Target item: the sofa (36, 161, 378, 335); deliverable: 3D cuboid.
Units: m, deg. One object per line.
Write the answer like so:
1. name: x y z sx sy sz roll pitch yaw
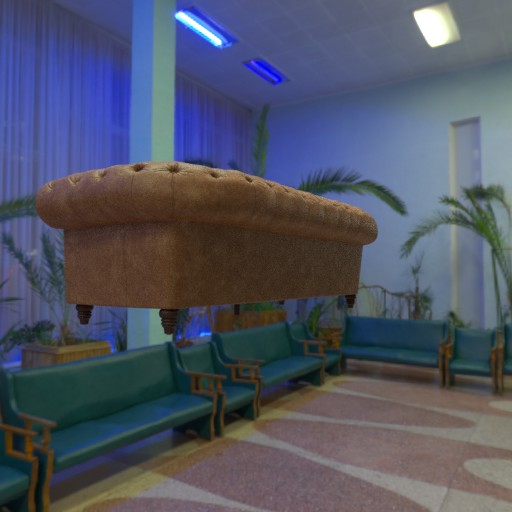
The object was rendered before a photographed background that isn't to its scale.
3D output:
1. sofa: 0.000 0.000 2.816 0.989 0.760 2.365 -2 -3 36
